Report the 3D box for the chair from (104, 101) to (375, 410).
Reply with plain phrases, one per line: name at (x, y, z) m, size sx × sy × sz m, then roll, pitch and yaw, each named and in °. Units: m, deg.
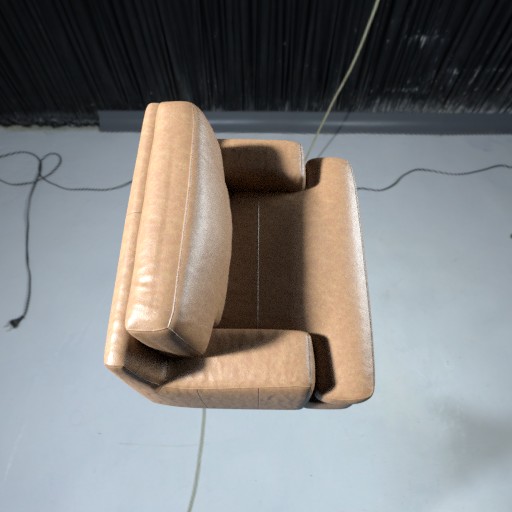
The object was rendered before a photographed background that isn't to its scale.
chair at (0.000, 0.000, 2.050) m, size 1.050 × 0.978 × 1.276 m, roll 1°, pitch 63°, yaw 0°
